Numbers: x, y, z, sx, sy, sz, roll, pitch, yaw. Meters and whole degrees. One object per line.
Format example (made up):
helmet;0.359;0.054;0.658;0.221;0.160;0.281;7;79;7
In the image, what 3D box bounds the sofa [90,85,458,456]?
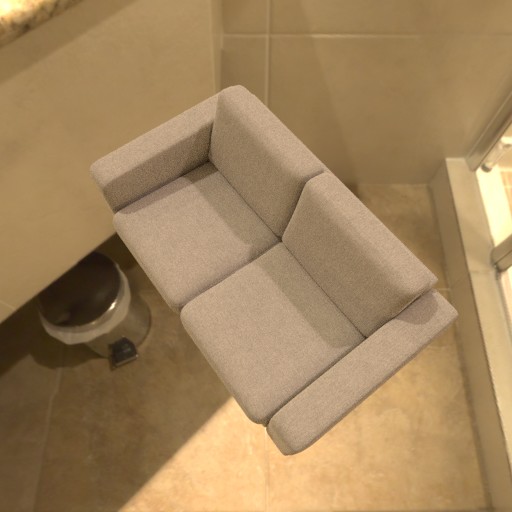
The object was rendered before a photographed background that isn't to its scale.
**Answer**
sofa;0.000;0.000;2.056;0.900;0.800;1.540;-35;70;-15
